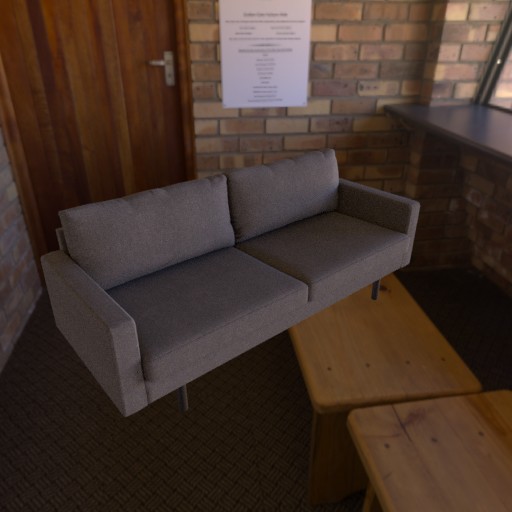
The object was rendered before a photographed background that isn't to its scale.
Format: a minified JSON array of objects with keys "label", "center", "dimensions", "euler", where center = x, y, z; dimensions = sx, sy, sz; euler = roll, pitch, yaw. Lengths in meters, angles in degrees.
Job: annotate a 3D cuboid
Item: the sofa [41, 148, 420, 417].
[{"label":"sofa","center":[0.000,0.000,2.595],"dimensions":[2.100,0.880,0.880],"euler":[-21,34,-35]}]
